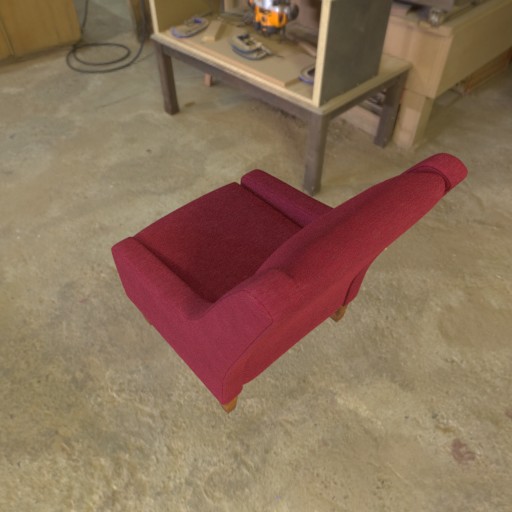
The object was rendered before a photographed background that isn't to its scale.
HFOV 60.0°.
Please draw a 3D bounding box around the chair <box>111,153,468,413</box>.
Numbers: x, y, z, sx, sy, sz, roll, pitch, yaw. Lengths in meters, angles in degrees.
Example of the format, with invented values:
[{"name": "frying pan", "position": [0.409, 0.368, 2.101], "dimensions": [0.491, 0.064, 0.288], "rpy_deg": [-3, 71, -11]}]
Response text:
[{"name": "chair", "position": [0.000, 0.000, 1.694], "dimensions": [0.793, 1.017, 0.985], "rpy_deg": [-33, 55, -27]}]
